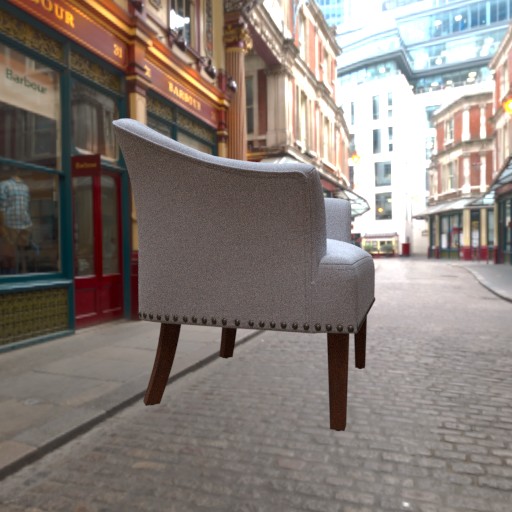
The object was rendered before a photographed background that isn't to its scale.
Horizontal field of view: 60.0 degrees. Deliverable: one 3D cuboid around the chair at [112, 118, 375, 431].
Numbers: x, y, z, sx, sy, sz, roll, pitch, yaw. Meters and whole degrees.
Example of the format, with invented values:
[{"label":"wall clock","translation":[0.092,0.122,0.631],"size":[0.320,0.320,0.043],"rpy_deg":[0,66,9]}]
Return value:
[{"label":"chair","translation":[0.000,0.000,1.417],"size":[0.704,0.815,0.798],"rpy_deg":[0,1,18]}]
